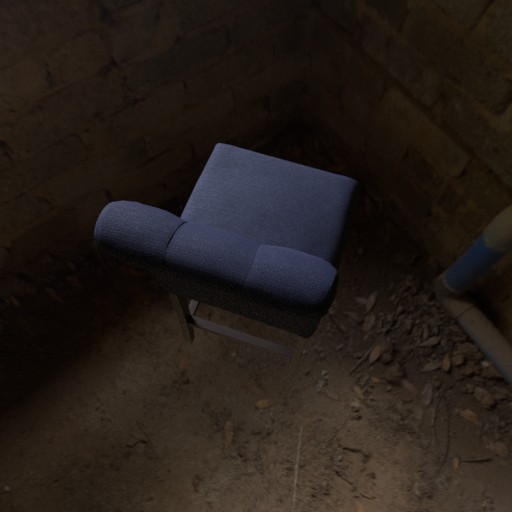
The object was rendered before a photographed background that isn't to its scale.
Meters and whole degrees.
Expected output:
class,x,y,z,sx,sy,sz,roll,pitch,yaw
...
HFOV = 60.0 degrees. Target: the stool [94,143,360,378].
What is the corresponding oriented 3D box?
class,x,y,z,sx,sy,sz,roll,pitch,yaw
stool,0.000,0.000,1.344,0.493,1.010,0.601,17,65,8
